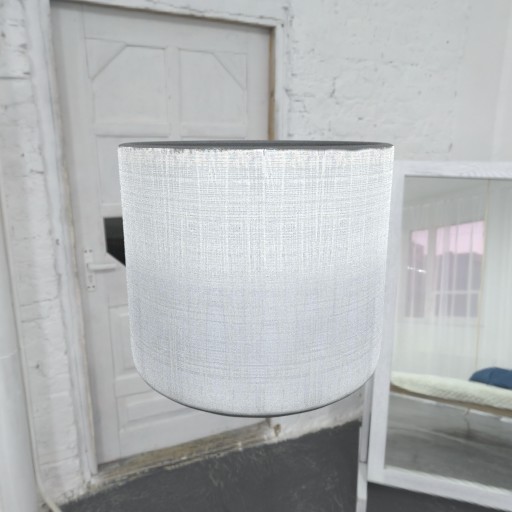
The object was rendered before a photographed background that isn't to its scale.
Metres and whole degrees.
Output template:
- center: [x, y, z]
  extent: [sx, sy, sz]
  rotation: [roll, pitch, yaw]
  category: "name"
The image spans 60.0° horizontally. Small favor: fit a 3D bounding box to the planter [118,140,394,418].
- center: [0.000, 0.000, 0.445]
  extent: [0.254, 0.221, 0.254]
  rotation: [0, 16, 0]
  category: "planter"
